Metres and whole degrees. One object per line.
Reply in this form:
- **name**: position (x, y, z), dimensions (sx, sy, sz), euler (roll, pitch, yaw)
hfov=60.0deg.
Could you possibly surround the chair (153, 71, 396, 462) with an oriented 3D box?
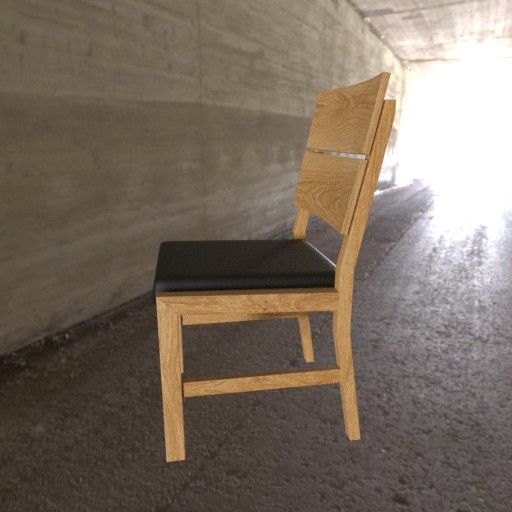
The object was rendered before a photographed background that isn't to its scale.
- **chair**: position (0.000, 0.000, 1.288), dimensions (0.569, 0.950, 0.475), euler (-3, 16, -9)
